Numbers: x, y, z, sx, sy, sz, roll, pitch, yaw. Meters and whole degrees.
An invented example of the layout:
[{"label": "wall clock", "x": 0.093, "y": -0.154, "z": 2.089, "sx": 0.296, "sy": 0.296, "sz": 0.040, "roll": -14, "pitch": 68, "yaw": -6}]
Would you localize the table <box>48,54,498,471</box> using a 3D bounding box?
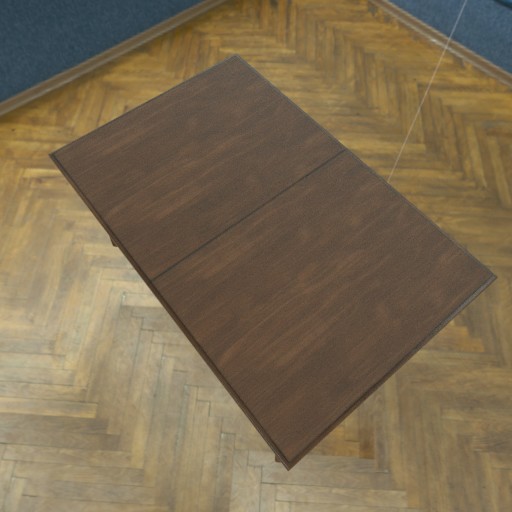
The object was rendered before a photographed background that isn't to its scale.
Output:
[{"label": "table", "x": 0.000, "y": 0.000, "z": 2.043, "sx": 0.990, "sy": 0.761, "sz": 1.524, "roll": -36, "pitch": 68, "yaw": -17}]
